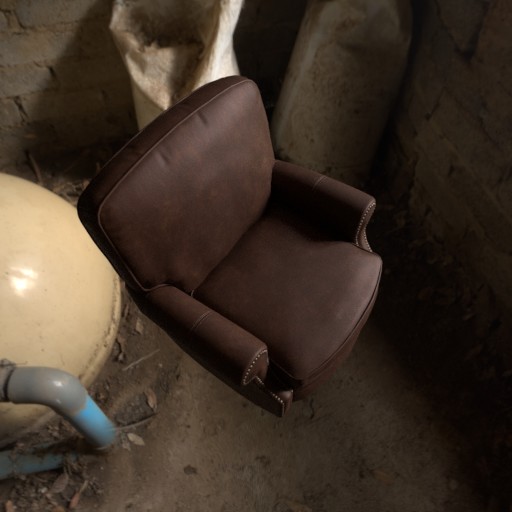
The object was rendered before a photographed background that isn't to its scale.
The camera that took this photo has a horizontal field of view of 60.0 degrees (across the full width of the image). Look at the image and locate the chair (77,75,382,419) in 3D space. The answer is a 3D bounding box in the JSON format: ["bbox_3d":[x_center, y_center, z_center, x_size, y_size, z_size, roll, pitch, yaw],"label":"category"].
[{"bbox_3d":[0.000,0.000,1.771,0.986,1.018,0.936,32,64,18],"label":"chair"}]
